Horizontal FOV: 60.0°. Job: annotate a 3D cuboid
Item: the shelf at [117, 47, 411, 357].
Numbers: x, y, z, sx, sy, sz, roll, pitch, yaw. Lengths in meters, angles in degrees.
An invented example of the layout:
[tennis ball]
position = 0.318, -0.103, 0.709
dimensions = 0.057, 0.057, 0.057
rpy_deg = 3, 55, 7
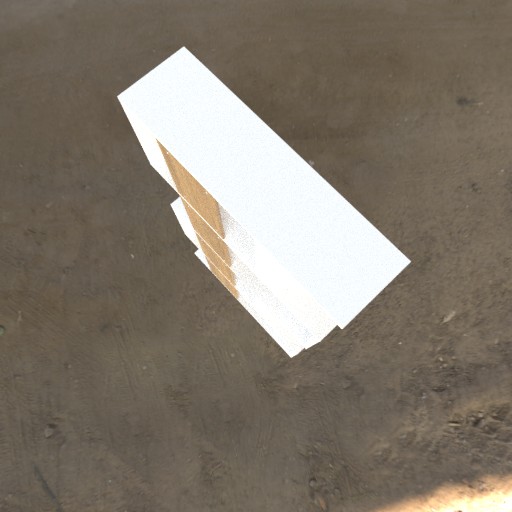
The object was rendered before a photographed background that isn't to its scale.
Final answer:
[shelf]
position = 0.000, 0.000, 1.986
dimensions = 0.250, 1.650, 0.890
rpy_deg = -42, 79, -10
